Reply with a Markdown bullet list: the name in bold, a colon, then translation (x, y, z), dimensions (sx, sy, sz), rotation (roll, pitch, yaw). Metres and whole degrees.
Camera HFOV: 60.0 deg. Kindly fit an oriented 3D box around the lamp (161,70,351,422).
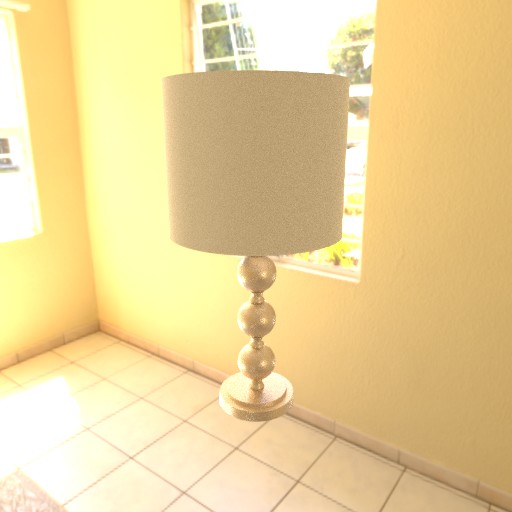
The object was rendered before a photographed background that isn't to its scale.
- **lamp**: translation (0.000, 0.000, 0.730), dimensions (0.277, 0.538, 0.277), rotation (8, 18, 26)
